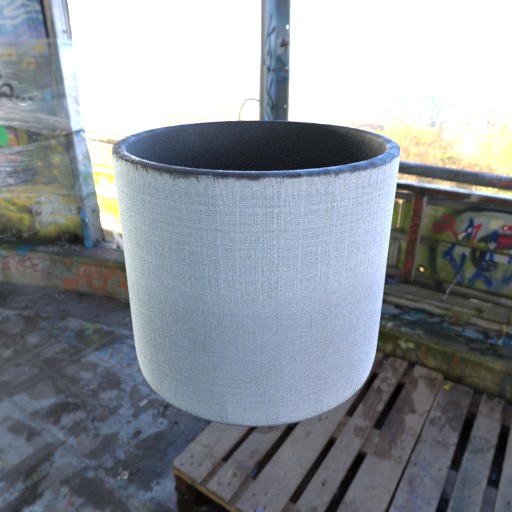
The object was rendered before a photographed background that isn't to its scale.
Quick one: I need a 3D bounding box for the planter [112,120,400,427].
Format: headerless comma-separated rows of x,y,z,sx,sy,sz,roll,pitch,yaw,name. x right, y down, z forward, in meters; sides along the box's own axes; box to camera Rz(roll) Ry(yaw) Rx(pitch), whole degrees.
0.000,0.000,0.387,0.221,0.201,0.221,0,25,0,planter
